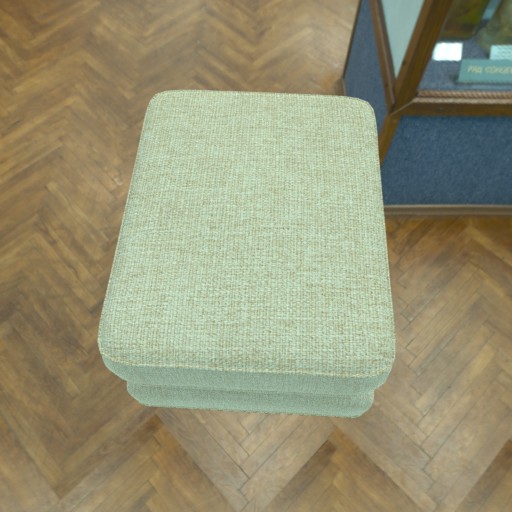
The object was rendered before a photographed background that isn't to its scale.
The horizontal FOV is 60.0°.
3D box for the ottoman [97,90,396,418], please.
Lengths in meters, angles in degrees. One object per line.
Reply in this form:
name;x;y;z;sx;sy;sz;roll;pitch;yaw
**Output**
ottoman;0.000;0.000;1.154;0.589;0.537;0.738;3;63;1
